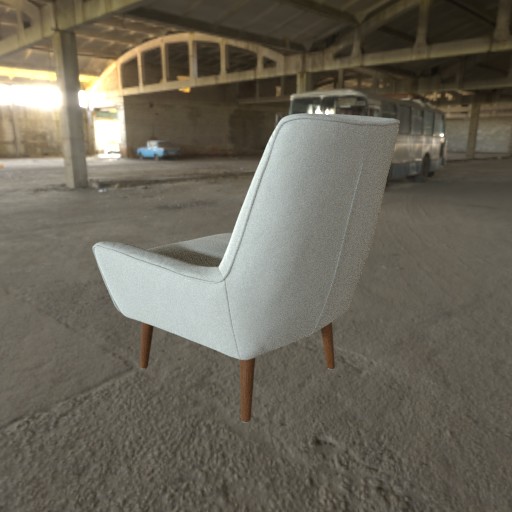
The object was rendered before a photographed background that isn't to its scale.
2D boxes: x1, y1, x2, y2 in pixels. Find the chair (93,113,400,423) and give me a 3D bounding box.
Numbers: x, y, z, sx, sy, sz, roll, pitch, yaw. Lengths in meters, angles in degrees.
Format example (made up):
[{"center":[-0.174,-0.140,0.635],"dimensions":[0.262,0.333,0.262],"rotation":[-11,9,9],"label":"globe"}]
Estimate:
[{"center":[0.000,0.000,1.499],"dimensions":[0.822,0.888,0.787],"rotation":[14,20,42],"label":"chair"}]
